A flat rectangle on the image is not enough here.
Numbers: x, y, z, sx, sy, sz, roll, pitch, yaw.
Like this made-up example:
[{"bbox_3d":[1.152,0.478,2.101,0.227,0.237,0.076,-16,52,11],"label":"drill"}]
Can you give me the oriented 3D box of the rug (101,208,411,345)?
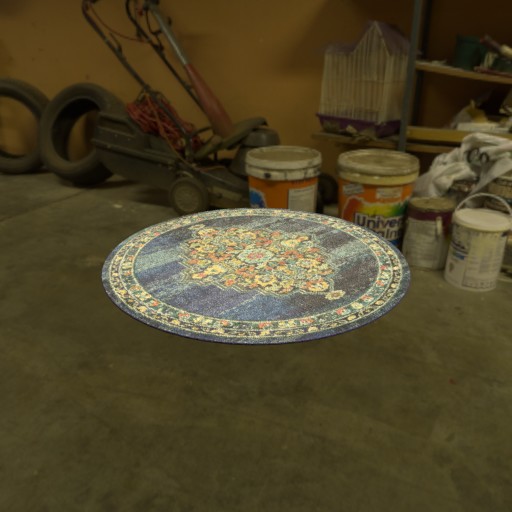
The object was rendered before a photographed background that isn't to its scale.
[{"bbox_3d":[0.000,0.000,2.391,1.591,0.010,1.591,0,25,0],"label":"rug"}]
